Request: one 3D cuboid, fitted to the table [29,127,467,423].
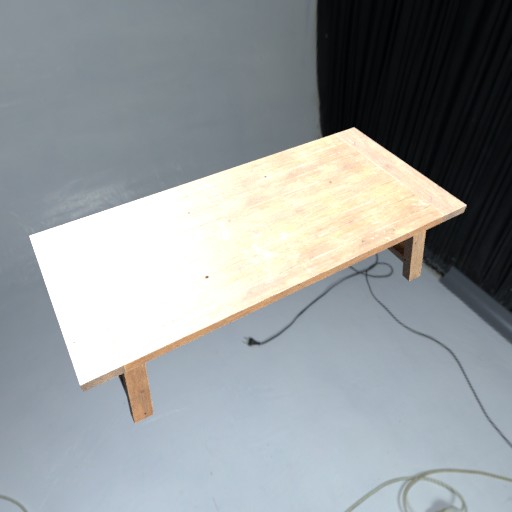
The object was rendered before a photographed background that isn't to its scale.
[{"bbox_3d":[0.000,0.000,2.161,1.800,0.465,0.820,-23,50,-21],"label":"table"}]
